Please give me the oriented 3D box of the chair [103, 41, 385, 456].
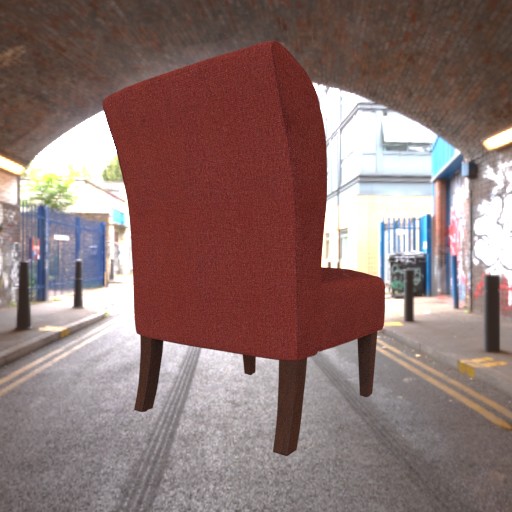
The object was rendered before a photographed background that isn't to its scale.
[{"bbox_3d":[0.000,0.000,1.242,0.538,0.846,0.640,0,0,36],"label":"chair"}]
